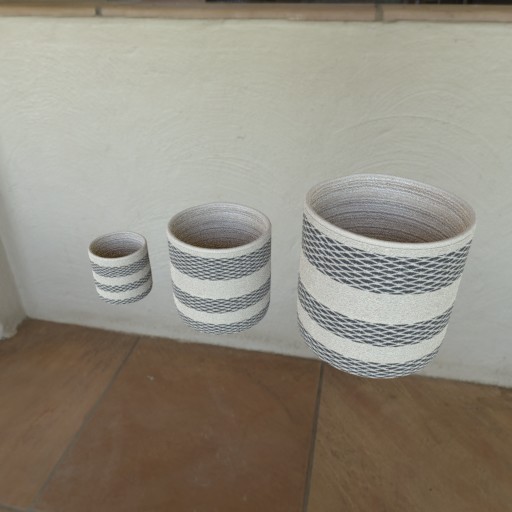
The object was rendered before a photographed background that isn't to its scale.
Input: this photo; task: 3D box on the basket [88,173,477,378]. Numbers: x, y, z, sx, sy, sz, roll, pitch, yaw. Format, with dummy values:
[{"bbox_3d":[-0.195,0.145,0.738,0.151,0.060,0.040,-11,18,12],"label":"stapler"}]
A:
[{"bbox_3d":[0.000,0.000,1.078,0.917,0.356,0.351,8,32,13],"label":"basket"}]
